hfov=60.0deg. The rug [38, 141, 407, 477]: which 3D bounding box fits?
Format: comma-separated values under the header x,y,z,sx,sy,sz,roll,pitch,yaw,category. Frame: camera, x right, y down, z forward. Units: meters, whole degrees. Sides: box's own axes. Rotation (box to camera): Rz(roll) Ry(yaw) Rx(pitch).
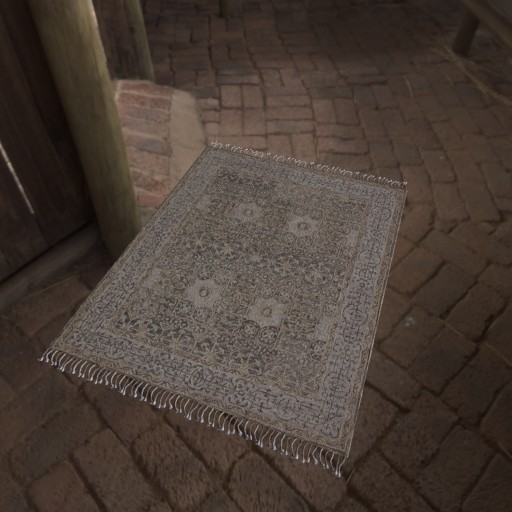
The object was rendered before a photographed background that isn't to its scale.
x,y,z,sx,sy,sz,roll,pitch,yaw,category
0.000,0.000,4.211,2.431,0.017,3.291,15,49,14,rug
